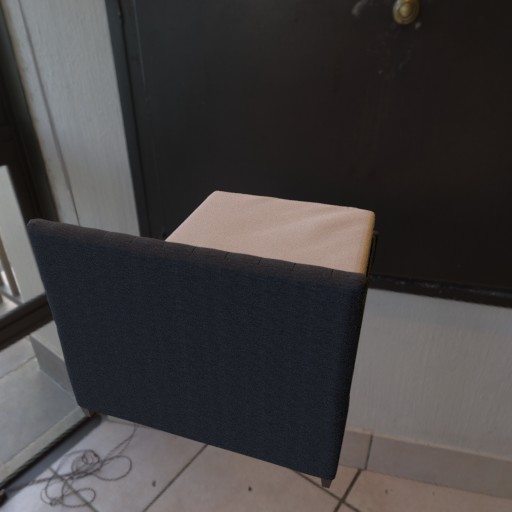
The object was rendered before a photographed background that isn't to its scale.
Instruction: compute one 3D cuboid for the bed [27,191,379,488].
[{"bbox_3d":[0.000,0.000,3.300,1.698,1.427,2.387,10,33,15],"label":"bed"}]
